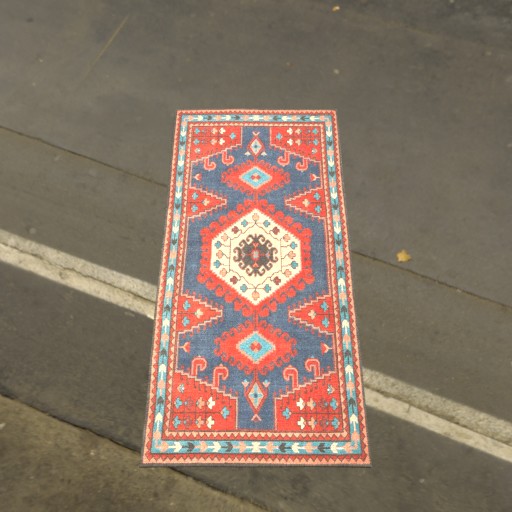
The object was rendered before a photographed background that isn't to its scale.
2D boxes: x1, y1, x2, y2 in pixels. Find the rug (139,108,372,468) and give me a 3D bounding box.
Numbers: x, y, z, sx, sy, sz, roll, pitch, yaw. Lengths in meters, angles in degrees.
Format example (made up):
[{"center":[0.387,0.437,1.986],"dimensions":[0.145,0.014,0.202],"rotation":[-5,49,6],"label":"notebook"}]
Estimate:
[{"center":[0.000,0.000,3.515],"dimensions":[1.522,0.034,3.032],"rotation":[0,65,0],"label":"rug"}]
